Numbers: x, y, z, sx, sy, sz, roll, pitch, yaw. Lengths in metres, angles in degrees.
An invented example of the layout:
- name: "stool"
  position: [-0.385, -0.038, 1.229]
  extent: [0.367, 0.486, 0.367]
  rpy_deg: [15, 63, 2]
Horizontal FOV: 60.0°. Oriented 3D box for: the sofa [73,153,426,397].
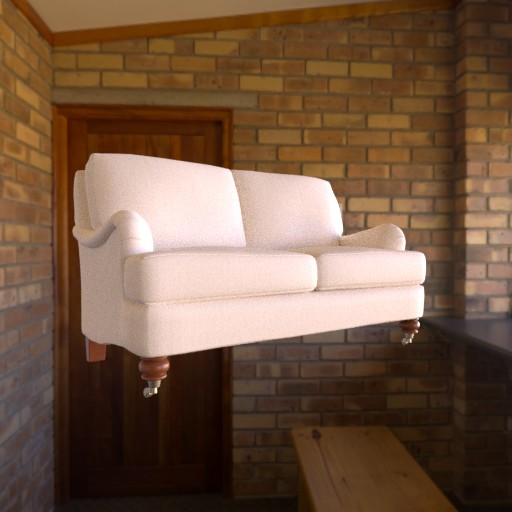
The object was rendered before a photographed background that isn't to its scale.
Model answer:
- name: "sofa"
  position: [0.000, 0.000, 2.571]
  extent: [1.853, 1.101, 1.084]
  rpy_deg: [-1, 1, -35]
